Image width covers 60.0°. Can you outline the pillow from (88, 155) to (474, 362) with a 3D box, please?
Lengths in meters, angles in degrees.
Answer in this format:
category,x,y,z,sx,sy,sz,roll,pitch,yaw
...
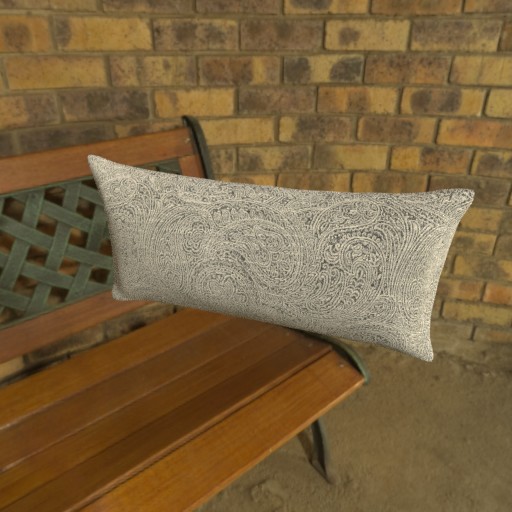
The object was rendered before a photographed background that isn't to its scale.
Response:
category,x,y,z,sx,sy,sz,roll,pitch,yaw
pillow,0.000,0.000,0.743,0.615,0.295,0.151,9,28,17
